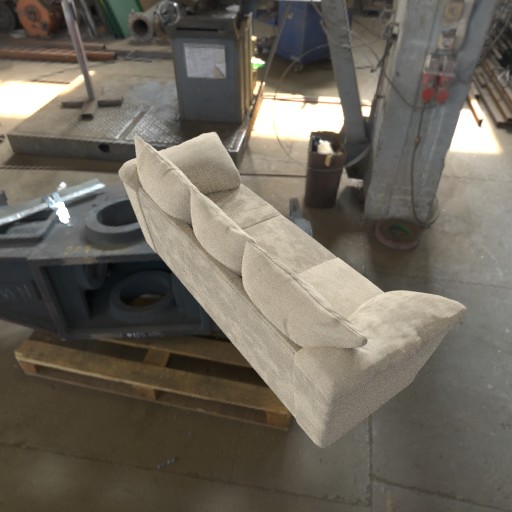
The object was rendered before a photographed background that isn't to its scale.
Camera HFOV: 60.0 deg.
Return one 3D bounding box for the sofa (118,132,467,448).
[{"bbox_3d":[0.000,0.000,2.848,0.893,0.981,2.377,-25,47,-26],"label":"sofa"}]
